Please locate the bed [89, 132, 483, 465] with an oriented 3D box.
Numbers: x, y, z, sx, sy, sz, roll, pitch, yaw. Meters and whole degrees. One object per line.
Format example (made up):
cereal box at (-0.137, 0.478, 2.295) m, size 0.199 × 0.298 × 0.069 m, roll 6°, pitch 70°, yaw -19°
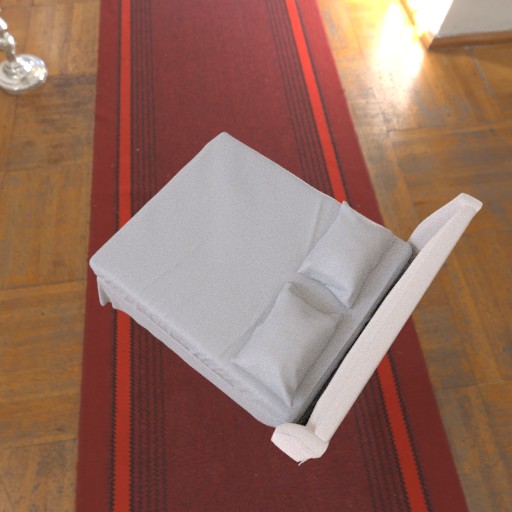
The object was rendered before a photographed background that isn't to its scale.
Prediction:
bed at (0.000, 0.000, 3.405) m, size 2.276 × 1.332 × 1.925 m, roll 35°, pitch 69°, yaw 16°
